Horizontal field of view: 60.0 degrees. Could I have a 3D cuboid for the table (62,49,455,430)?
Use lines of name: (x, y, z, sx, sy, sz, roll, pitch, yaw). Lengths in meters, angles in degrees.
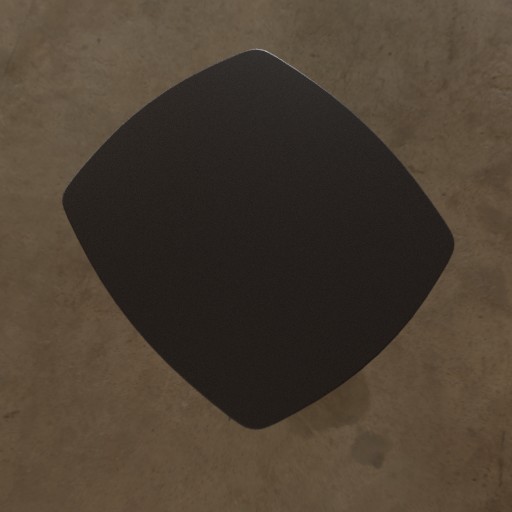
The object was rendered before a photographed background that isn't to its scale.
table: (0.000, 0.000, 0.864, 0.457, 0.457, 0.508, -40, 80, -9)
